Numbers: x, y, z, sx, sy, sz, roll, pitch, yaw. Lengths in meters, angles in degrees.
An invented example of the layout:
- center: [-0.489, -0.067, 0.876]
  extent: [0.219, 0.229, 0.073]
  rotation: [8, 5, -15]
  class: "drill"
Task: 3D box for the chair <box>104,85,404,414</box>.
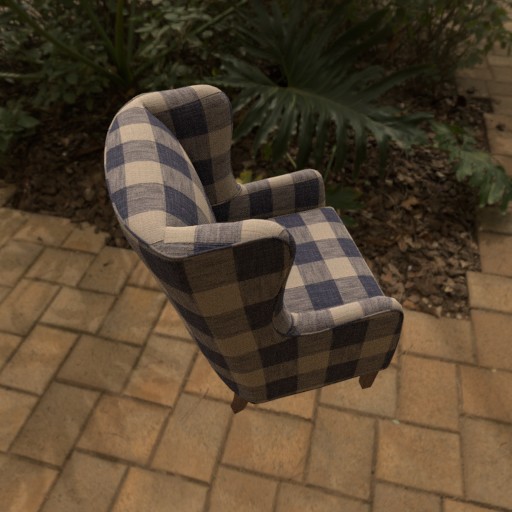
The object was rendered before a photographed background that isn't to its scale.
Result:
- center: [0.000, 0.000, 1.691]
  extent: [0.889, 1.041, 0.830]
  rotation: [-11, 47, -10]
  class: "chair"
